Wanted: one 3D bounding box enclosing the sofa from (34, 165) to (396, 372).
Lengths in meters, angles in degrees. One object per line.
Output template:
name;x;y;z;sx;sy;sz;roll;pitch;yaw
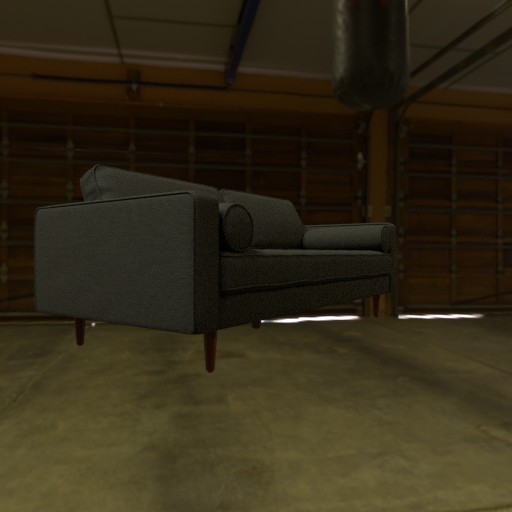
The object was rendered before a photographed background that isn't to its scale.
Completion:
sofa;0.000;0.000;2.307;0.914;0.759;1.875;0;0;35
